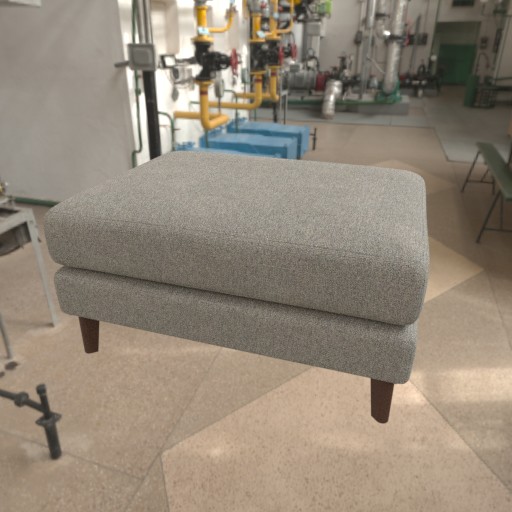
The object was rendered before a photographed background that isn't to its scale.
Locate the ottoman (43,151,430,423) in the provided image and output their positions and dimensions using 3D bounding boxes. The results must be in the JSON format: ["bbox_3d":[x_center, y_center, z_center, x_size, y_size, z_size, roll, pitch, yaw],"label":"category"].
[{"bbox_3d":[0.000,0.000,1.186,0.821,0.441,0.611,8,28,16],"label":"ottoman"}]
